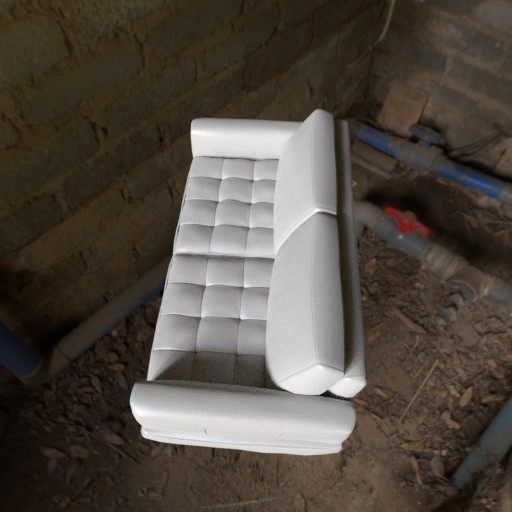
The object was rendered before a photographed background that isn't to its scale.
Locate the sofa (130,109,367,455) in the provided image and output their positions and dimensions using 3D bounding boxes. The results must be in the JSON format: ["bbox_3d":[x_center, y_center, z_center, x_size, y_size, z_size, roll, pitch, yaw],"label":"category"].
[{"bbox_3d":[0.000,0.000,2.750,1.121,0.930,2.177,3,56,2],"label":"sofa"}]
